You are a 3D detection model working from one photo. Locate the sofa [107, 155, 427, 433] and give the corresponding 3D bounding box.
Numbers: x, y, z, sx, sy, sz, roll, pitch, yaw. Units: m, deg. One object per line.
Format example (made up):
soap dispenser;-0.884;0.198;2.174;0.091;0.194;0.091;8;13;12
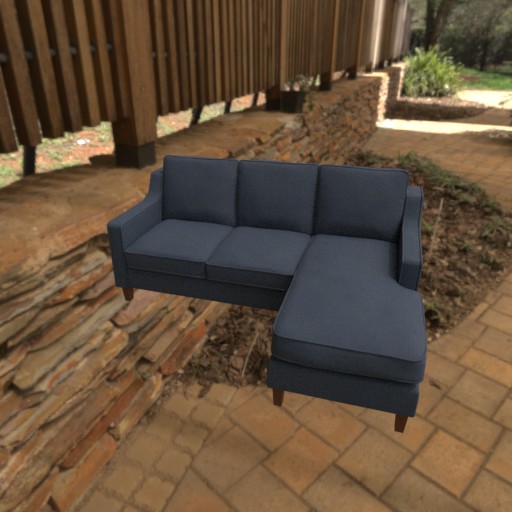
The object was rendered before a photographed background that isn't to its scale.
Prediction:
sofa;0.000;0.000;3.228;2.317;1.066;1.858;7;27;15
